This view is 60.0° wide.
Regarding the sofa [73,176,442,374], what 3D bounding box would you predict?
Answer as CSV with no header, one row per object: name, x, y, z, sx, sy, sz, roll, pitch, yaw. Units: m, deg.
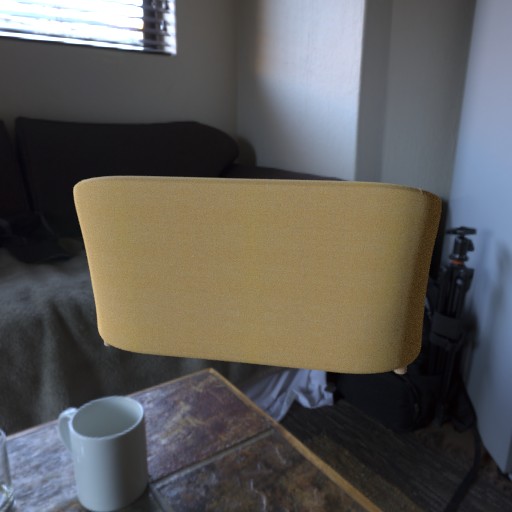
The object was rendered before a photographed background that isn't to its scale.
sofa,0.000,0.000,1.847,1.452,0.721,0.705,3,18,10
